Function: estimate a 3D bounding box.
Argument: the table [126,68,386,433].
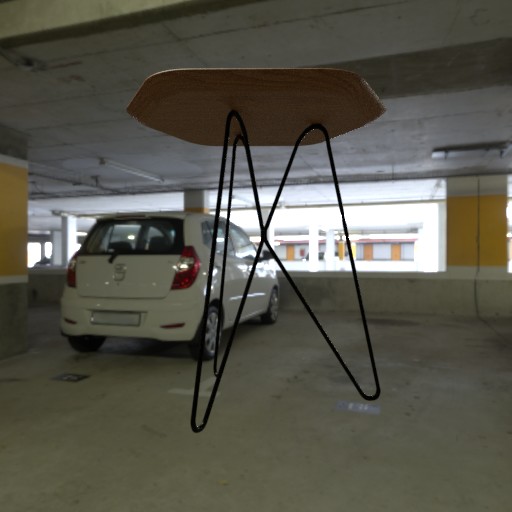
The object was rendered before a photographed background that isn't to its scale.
[{"bbox_3d":[0.000,0.000,0.862,0.500,0.562,0.400,0,0,1],"label":"table"}]
